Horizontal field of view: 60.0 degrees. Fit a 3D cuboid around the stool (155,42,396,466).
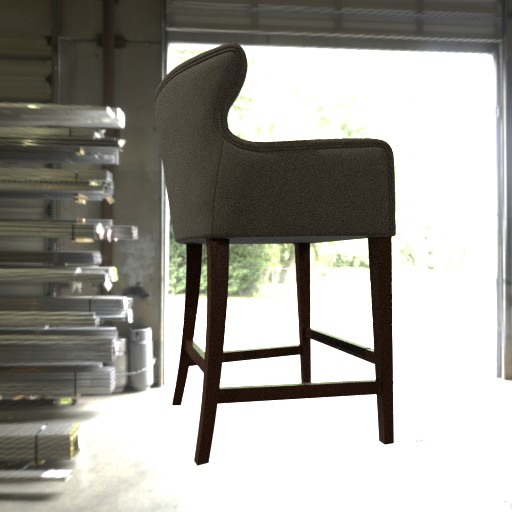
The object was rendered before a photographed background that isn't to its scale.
[{"bbox_3d":[0.000,0.000,1.287,0.575,0.951,0.575,0,-1,-18],"label":"stool"}]
